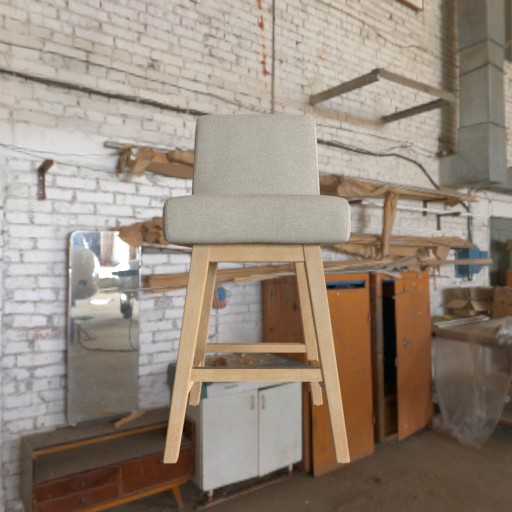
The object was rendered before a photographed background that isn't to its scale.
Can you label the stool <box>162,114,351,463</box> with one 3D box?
[{"bbox_3d":[0.000,0.000,1.433,0.507,1.085,0.606,0,0,0],"label":"stool"}]
